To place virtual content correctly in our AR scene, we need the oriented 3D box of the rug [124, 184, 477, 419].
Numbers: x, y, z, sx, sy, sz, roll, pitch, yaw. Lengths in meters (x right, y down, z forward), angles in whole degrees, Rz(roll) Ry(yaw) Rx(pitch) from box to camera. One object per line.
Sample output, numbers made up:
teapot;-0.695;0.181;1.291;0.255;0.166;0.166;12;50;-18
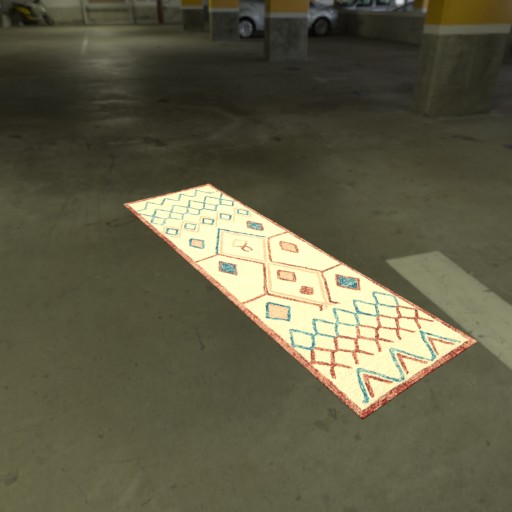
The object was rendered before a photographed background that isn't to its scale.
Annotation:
rug;0.000;0.000;2.689;0.750;0.011;2.435;-19;35;-30
